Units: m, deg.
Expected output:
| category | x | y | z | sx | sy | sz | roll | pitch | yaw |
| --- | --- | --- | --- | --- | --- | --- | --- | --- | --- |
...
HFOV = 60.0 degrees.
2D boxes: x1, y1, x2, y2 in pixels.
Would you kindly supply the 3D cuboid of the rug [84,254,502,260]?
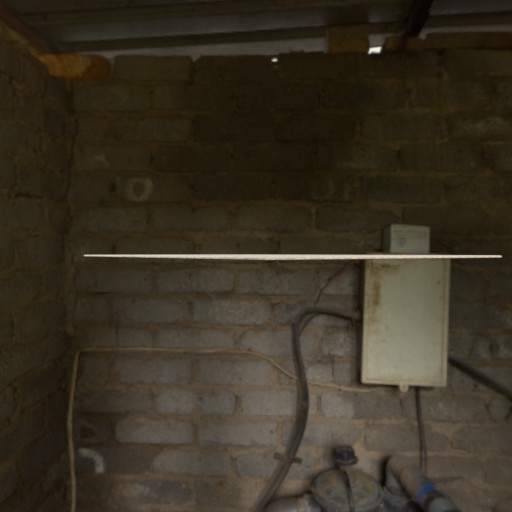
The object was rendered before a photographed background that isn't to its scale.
| category | x | y | z | sx | sy | sz | roll | pitch | yaw |
| --- | --- | --- | --- | --- | --- | --- | --- | --- | --- |
| rug | 0.000 | 0.000 | 2.236 | 1.219 | 0.010 | 1.829 | 0 | 0 | -35 |
